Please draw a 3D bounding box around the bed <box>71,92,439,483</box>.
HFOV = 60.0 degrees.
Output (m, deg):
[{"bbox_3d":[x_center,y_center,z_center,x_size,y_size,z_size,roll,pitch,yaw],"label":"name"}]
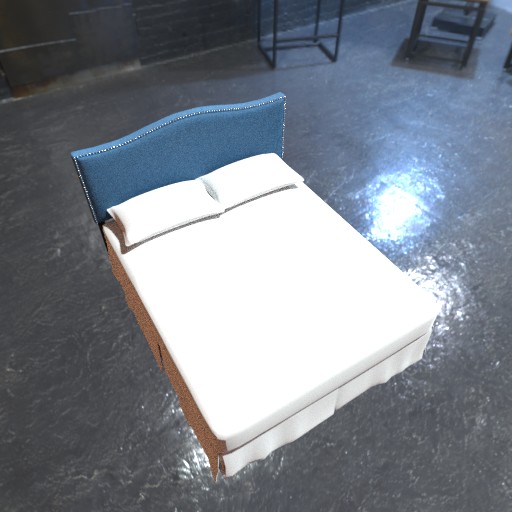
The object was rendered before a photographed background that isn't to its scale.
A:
[{"bbox_3d":[0.000,0.000,2.847,1.610,1.169,1.872,-24,51,-21],"label":"bed"}]
